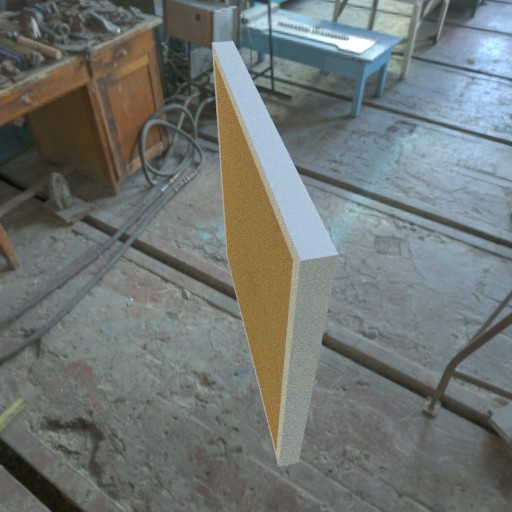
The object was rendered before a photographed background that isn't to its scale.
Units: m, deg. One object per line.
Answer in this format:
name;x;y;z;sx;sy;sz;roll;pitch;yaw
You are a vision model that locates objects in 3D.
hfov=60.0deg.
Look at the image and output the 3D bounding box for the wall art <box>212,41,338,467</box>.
wall art;0.000;0.000;0.743;0.035;0.507;0.508;-9;47;-9
